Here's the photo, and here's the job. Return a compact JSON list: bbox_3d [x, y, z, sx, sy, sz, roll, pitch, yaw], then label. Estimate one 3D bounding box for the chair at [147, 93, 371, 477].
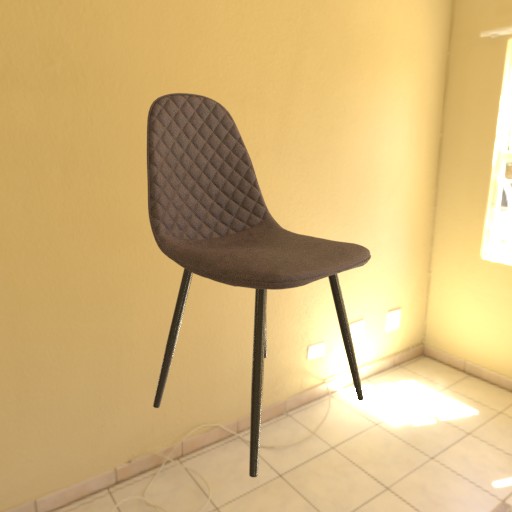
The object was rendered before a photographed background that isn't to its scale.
[{"bbox_3d":[0.000,0.000,1.220,0.561,0.889,0.472,13,18,43],"label":"chair"}]
